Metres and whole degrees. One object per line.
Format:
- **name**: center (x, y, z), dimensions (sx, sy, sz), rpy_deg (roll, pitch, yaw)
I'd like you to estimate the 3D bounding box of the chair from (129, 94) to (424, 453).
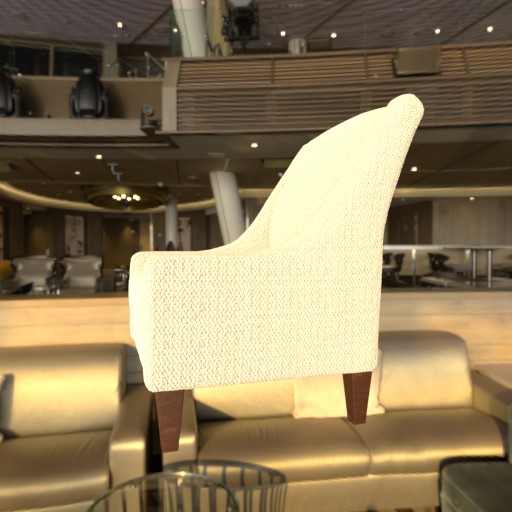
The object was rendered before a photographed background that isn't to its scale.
- **chair**: center (0.000, 0.000, 1.600), dimensions (0.870, 1.014, 0.774), rpy_deg (0, 1, -19)
